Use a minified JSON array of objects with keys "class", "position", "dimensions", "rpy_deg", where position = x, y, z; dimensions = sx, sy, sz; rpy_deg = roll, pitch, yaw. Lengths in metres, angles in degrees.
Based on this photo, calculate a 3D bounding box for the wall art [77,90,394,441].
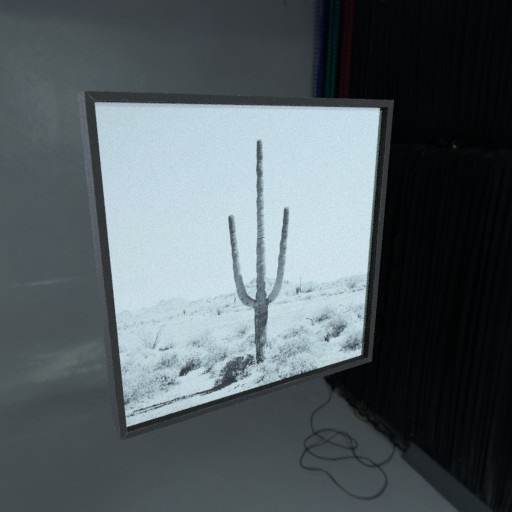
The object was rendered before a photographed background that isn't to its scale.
[{"class":"wall art","position":[0.000,0.000,0.452],"dimensions":[0.305,0.305,0.038],"rpy_deg":[-9,19,-27]}]
